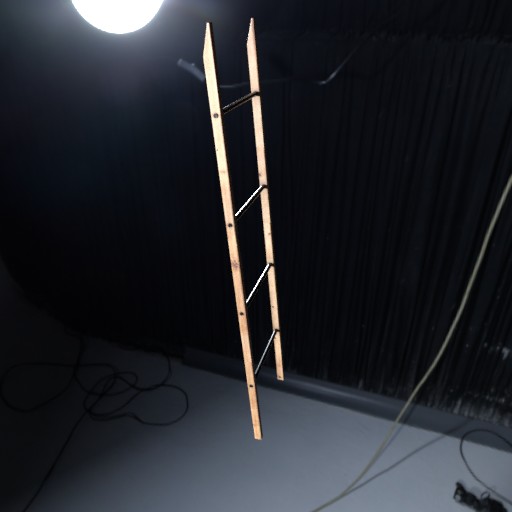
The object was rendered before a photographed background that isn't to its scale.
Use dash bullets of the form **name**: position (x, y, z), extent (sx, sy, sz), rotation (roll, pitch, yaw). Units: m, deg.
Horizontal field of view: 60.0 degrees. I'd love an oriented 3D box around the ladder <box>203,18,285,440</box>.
- **ladder**: position (0.000, 0.000, 1.921), extent (0.200, 1.805, 0.442), rotation (9, 31, 16)
